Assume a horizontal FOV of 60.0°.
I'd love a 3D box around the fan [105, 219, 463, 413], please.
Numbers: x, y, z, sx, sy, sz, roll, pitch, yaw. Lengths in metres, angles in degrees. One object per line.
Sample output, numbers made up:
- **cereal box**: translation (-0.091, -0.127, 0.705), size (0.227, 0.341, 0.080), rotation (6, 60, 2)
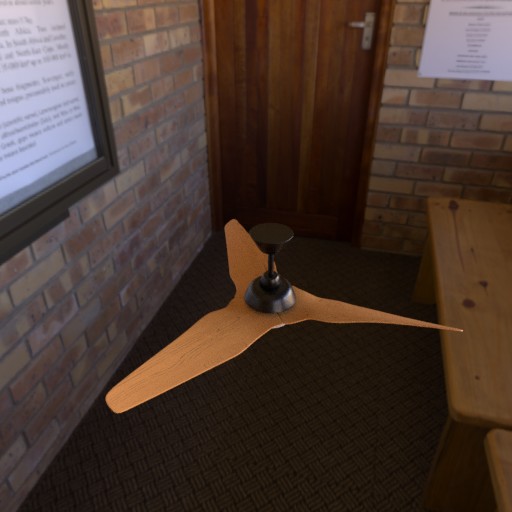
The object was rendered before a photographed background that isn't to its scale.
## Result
- **fan**: translation (0.000, 0.000, 1.676), size (1.142, 0.355, 1.010), rotation (-9, 33, -15)
